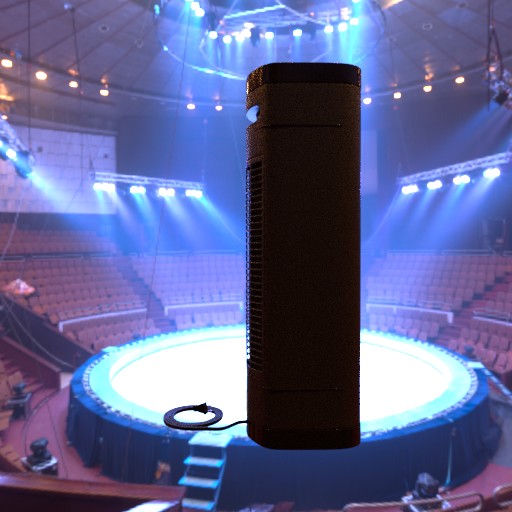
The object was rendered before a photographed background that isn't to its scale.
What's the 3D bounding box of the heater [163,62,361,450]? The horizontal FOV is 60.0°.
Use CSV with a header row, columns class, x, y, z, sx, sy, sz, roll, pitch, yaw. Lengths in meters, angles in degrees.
class,x,y,z,sx,sy,sz,roll,pitch,yaw
heater,0.000,0.000,0.713,0.312,0.552,0.174,0,0,-1
